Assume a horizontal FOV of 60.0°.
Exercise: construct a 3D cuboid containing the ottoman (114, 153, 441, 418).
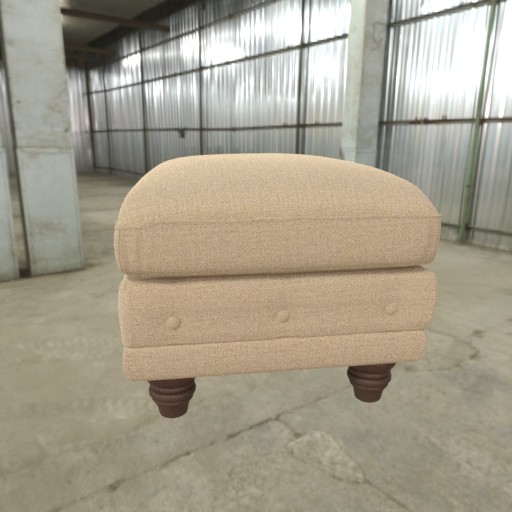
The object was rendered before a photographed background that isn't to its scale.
[{"bbox_3d":[0.000,0.000,1.032,0.541,0.463,0.684,-2,14,-7],"label":"ottoman"}]
